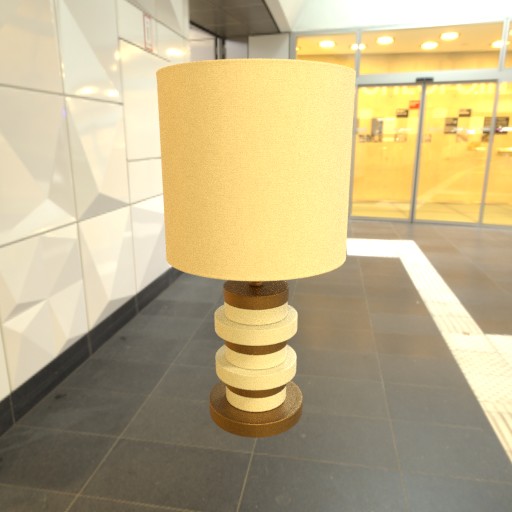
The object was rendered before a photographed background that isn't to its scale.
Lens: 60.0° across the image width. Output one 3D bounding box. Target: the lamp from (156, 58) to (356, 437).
[{"bbox_3d":[0.000,0.000,0.527,0.210,0.410,0.210,-3,15,-10],"label":"lamp"}]
